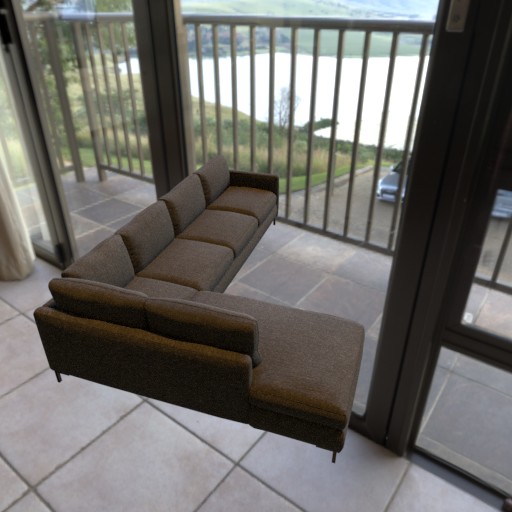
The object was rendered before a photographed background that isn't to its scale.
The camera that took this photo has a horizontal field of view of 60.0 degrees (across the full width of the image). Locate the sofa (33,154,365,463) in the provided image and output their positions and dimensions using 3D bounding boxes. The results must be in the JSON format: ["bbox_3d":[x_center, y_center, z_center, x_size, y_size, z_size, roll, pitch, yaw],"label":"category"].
[{"bbox_3d":[0.000,0.000,3.781,2.007,0.815,2.949,10,32,16],"label":"sofa"}]
